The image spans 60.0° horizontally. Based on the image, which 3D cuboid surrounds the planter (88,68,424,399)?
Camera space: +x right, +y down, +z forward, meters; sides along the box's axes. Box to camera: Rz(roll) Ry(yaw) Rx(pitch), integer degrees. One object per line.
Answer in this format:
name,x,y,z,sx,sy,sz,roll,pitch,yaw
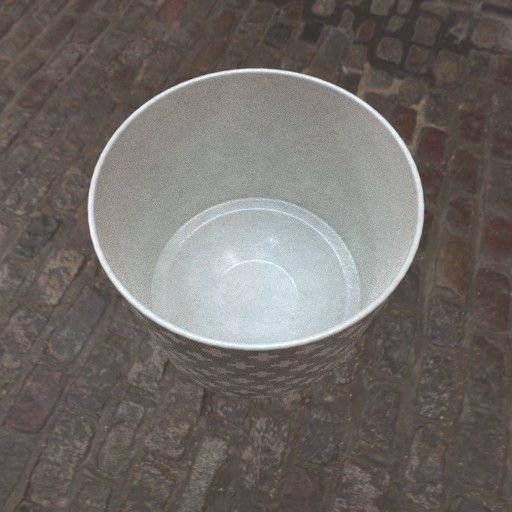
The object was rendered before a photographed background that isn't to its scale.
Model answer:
planter,0.000,0.000,0.439,0.250,0.239,0.250,0,63,0
